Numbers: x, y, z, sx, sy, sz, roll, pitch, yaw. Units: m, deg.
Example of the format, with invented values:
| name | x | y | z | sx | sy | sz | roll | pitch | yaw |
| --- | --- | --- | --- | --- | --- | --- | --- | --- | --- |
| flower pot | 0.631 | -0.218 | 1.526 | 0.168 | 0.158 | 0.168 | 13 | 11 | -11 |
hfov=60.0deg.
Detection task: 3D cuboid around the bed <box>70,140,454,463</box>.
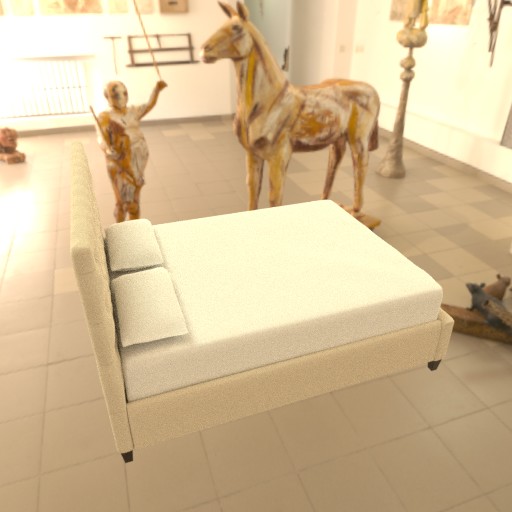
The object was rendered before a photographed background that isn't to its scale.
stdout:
| name | x | y | z | sx | sy | sz | roll | pitch | yaw |
| --- | --- | --- | --- | --- | --- | --- | --- | --- | --- |
| bed | 0.000 | 0.000 | 3.161 | 2.233 | 1.426 | 1.696 | -10 | 32 | -17 |
